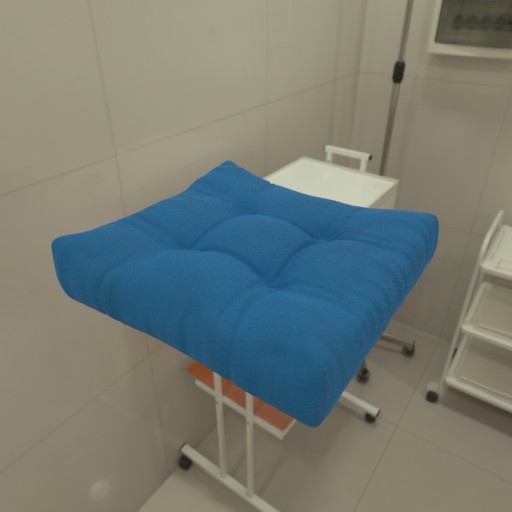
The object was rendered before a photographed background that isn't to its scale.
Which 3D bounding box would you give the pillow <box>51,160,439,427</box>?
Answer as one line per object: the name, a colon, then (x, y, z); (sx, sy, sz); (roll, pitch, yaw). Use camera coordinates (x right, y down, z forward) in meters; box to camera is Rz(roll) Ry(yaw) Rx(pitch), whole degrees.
pillow: (0.000, 0.000, 0.750); (0.490, 0.128, 0.468); (20, 37, 29)
